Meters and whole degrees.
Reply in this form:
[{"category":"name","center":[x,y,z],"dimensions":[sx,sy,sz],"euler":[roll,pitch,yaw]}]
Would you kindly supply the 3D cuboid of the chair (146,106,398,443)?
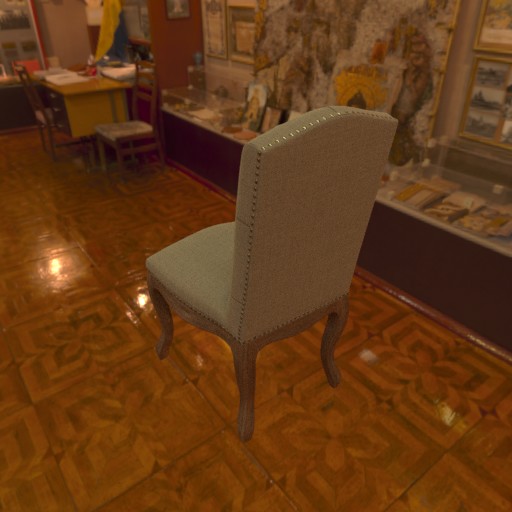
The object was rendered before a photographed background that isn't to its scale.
[{"category":"chair","center":[0.000,0.000,1.637],"dimensions":[0.637,1.191,0.731],"euler":[-20,37,-29]}]
